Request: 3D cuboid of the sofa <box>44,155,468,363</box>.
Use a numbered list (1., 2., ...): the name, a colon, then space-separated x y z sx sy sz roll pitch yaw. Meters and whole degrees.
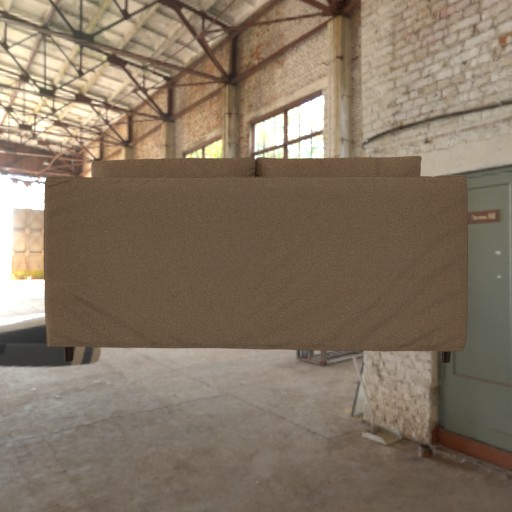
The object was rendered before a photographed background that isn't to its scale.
1. sofa: 0.000 0.000 2.583 2.010 1.018 1.072 0 -1 1
